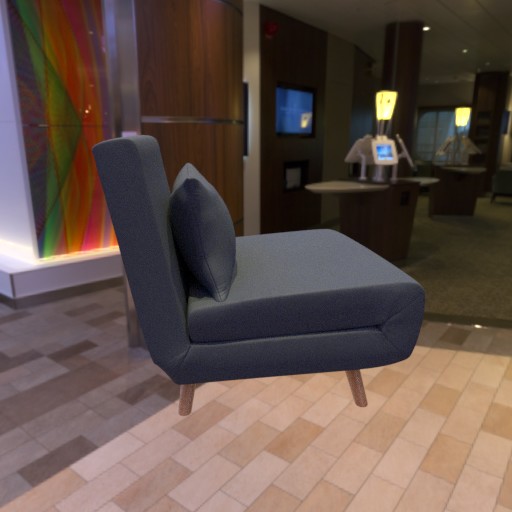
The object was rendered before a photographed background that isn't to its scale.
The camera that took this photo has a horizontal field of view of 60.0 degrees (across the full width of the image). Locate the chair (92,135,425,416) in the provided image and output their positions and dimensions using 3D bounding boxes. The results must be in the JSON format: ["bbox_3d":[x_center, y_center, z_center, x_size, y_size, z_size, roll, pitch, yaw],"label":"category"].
[{"bbox_3d":[0.000,0.000,1.536,0.900,0.808,0.770,-2,15,-8],"label":"chair"}]
